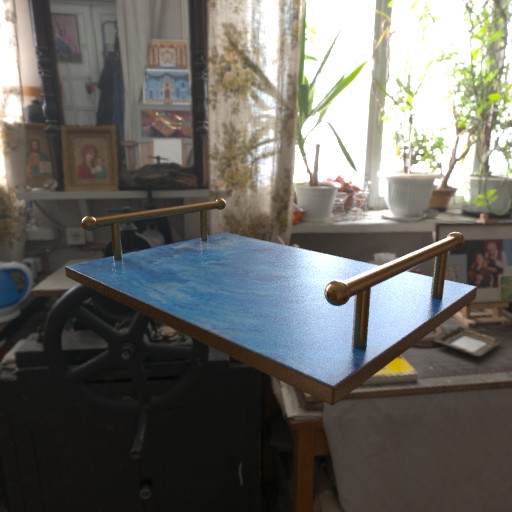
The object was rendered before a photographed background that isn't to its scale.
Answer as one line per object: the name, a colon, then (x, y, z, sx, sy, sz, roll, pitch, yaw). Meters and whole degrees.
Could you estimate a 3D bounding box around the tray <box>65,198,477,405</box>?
tray: (0.000, 0.000, 0.565, 0.444, 0.084, 0.304, 14, 21, 42)
